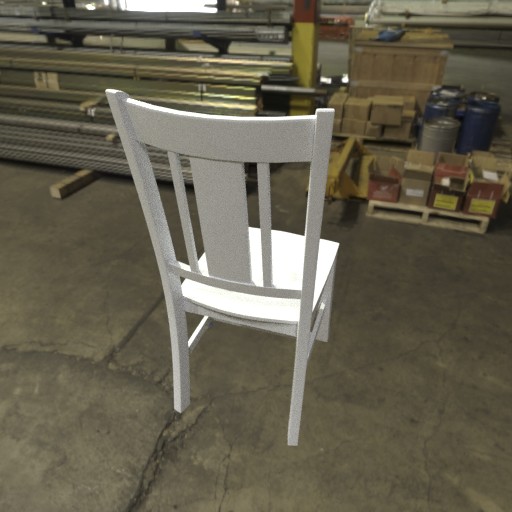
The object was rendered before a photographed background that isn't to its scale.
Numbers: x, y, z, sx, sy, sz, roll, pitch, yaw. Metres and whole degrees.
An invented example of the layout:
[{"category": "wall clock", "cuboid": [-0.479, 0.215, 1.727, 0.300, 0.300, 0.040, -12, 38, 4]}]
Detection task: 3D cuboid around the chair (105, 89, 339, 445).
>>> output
[{"category": "chair", "cuboid": [0.000, 0.000, 1.278, 0.450, 0.998, 0.555, 10, 35, 15]}]
